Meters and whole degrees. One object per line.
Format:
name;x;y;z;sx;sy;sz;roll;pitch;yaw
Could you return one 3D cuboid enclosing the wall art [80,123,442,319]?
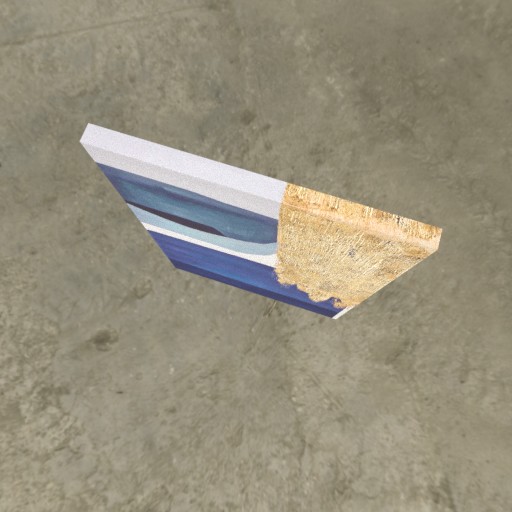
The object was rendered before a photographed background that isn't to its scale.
wall art;0.000;0.000;1.160;0.607;0.911;0.039;17;76;4
